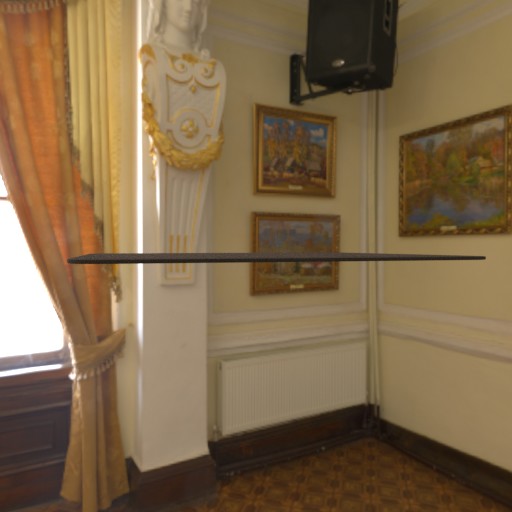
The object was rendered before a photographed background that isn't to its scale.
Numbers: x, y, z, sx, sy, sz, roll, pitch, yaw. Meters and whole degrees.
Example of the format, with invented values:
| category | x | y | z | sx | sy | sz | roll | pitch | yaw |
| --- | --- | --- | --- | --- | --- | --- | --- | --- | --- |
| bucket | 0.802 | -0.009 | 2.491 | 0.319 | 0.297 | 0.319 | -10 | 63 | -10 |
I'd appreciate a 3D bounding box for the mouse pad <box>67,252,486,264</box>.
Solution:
| category | x | y | z | sx | sy | sz | roll | pitch | yaw |
| --- | --- | --- | --- | --- | --- | --- | --- | --- | --- |
| mouse pad | 0.000 | 0.000 | 0.337 | 0.249 | 0.002 | 0.211 | 0 | 1 | -17 |
